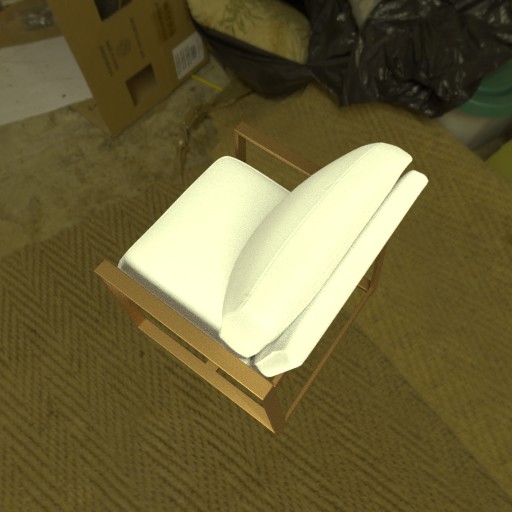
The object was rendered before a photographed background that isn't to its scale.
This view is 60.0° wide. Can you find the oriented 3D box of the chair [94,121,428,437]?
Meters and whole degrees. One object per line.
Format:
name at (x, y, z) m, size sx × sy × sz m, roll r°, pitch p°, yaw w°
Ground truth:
chair at (0.000, 0.000, 1.589) m, size 0.813 × 0.966 × 0.805 m, roll 33°, pitch 68°, yaw 16°
